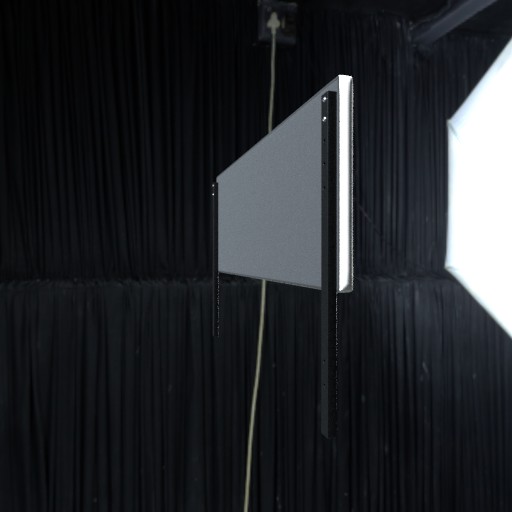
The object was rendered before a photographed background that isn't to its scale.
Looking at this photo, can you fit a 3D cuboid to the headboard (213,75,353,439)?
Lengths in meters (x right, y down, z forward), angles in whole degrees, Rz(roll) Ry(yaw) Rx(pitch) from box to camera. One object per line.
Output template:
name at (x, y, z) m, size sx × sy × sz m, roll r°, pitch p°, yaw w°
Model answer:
headboard at (0.000, 0.000, 2.833) m, size 0.120 × 1.410 × 2.362 m, roll 0°, pitch 0°, yaw -17°
